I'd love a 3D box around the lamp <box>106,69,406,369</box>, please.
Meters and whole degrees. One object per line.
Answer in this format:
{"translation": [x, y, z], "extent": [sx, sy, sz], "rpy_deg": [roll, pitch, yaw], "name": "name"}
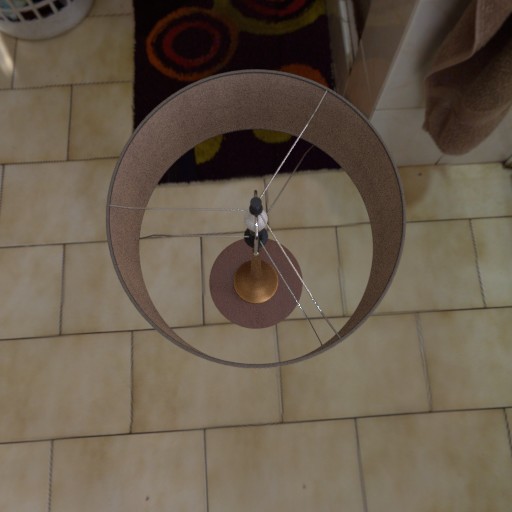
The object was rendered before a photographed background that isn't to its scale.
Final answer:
{"translation": [0.000, 0.000, 0.841], "extent": [0.396, 0.551, 0.417], "rpy_deg": [-1, 75, 0], "name": "lamp"}
